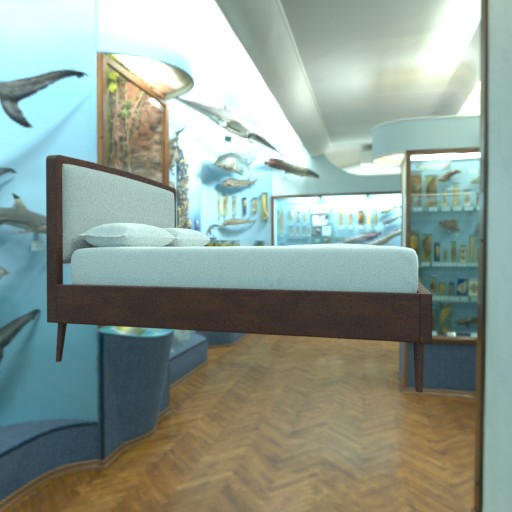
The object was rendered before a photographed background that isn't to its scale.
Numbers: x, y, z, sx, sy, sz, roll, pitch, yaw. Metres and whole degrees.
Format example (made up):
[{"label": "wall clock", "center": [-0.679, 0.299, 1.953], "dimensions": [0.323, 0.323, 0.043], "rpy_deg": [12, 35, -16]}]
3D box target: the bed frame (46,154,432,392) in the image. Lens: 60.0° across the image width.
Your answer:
[{"label": "bed frame", "center": [0.000, 0.000, 3.128], "dimensions": [2.171, 1.279, 1.587], "rpy_deg": [0, 1, 16]}]
